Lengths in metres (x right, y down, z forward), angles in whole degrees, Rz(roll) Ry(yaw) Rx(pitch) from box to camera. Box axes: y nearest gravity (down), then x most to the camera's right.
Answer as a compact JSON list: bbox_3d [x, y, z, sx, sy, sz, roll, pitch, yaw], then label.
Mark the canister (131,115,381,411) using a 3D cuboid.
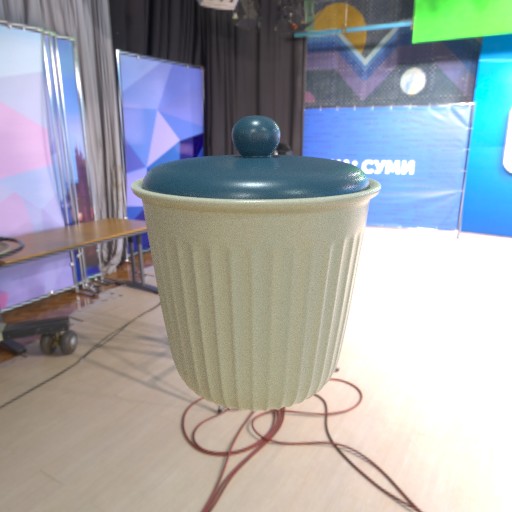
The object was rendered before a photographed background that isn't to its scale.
[{"bbox_3d":[0.000,0.000,0.348,0.181,0.211,0.181,0,17,0],"label":"canister"}]
